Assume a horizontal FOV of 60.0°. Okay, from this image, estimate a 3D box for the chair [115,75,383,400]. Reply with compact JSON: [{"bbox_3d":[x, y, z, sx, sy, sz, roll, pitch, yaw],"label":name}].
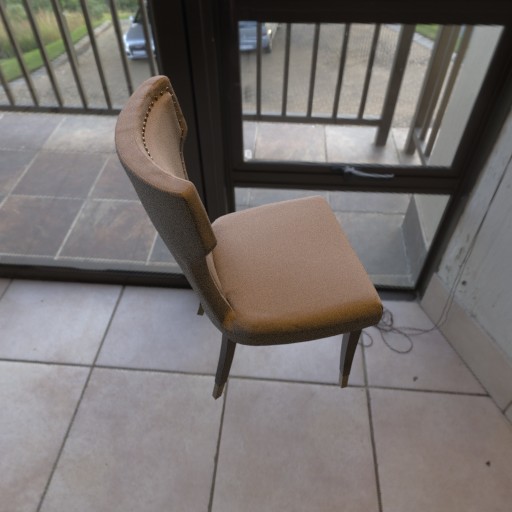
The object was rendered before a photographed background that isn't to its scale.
[{"bbox_3d":[0.000,0.000,1.337,0.630,0.950,0.526,-10,48,-9],"label":"chair"}]
